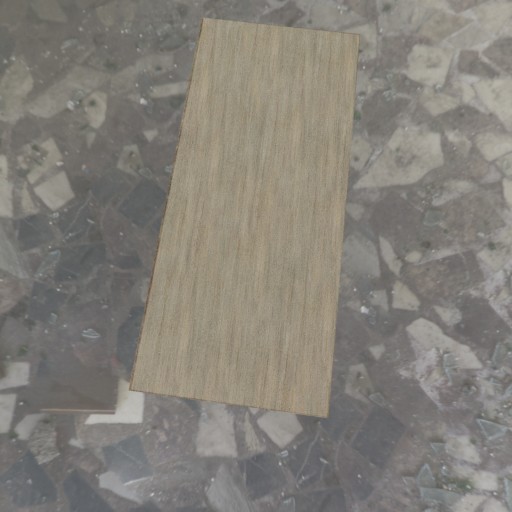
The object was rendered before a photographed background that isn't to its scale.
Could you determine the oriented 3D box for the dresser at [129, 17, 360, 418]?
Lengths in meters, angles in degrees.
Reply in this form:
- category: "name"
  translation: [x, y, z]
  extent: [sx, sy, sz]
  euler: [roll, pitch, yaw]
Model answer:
- category: "dresser"
  translation: [0.000, 0.000, 1.697]
  extent: [0.457, 1.219, 1.016]
  euler: [7, 75, 2]
